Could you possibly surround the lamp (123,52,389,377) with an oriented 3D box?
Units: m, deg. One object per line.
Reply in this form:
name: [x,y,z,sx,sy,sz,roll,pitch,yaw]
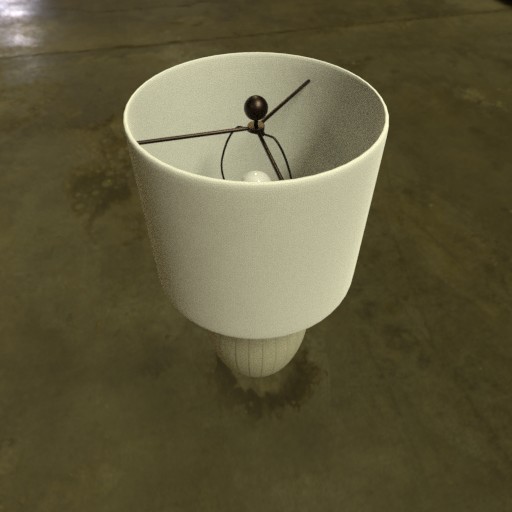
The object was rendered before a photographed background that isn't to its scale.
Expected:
lamp: [0.000,0.000,0.753,0.329,0.570,0.329,23,51,21]
